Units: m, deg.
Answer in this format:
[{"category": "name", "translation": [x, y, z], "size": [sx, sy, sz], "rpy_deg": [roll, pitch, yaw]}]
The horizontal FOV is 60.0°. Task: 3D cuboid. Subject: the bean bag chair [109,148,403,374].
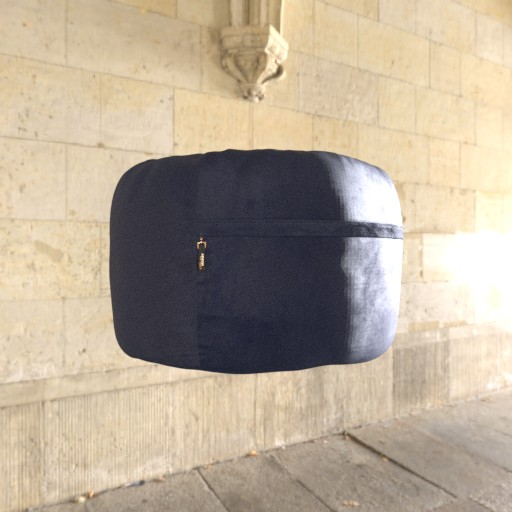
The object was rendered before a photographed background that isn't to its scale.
[{"category": "bean bag chair", "translation": [0.000, 0.000, 1.932], "size": [1.219, 0.762, 1.219], "rpy_deg": [0, 0, 0]}]
